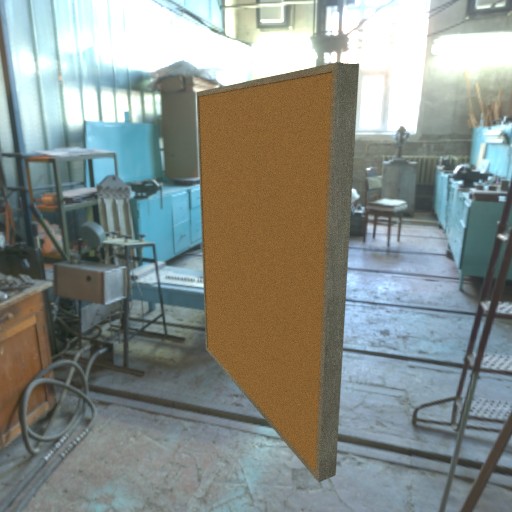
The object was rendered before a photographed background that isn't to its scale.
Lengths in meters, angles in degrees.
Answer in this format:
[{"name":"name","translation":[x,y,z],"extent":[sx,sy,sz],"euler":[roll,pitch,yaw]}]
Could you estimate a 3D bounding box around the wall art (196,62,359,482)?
[{"name":"wall art","translation":[0.000,0.000,0.709],"extent":[0.032,0.521,0.421],"euler":[-8,18,-26]}]
